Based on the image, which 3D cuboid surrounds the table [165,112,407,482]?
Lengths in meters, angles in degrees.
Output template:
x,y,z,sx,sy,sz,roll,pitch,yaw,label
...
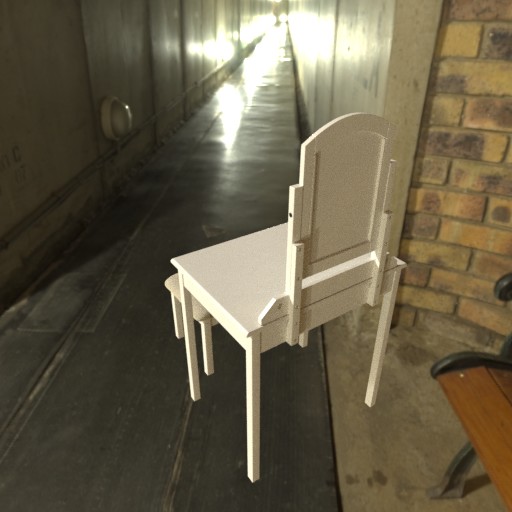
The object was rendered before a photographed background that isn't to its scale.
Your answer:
x,y,z,sx,sy,sz,roll,pitch,yaw,label
0.000,0.000,2.270,0.876,1.631,1.211,-19,35,-29,table
